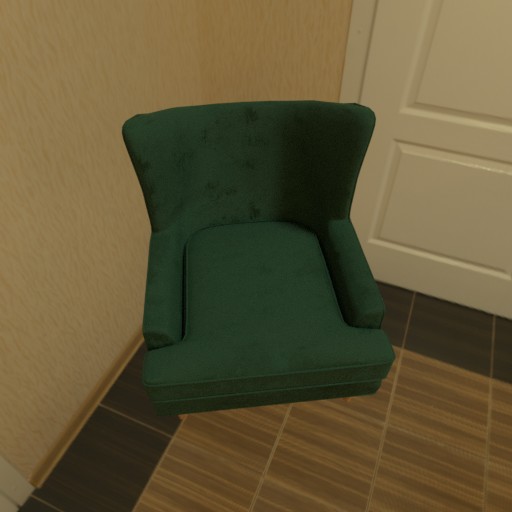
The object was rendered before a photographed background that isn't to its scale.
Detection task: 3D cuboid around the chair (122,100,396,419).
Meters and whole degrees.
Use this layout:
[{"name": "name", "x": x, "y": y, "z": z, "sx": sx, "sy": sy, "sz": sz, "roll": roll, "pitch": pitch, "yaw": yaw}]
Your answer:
[{"name": "chair", "x": 0.000, "y": 0.000, "z": 1.611, "sx": 0.793, "sy": 0.952, "sz": 0.910, "roll": -4, "pitch": 45, "yaw": -4}]
